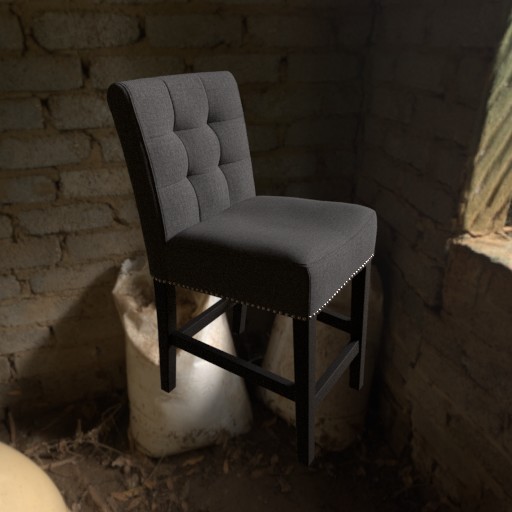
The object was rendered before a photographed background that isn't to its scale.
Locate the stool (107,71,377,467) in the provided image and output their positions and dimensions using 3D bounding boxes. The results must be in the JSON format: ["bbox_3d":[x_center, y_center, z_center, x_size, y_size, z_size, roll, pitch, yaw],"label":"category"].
[{"bbox_3d":[0.000,0.000,1.196,0.571,0.885,0.427,17,31,30],"label":"stool"}]
